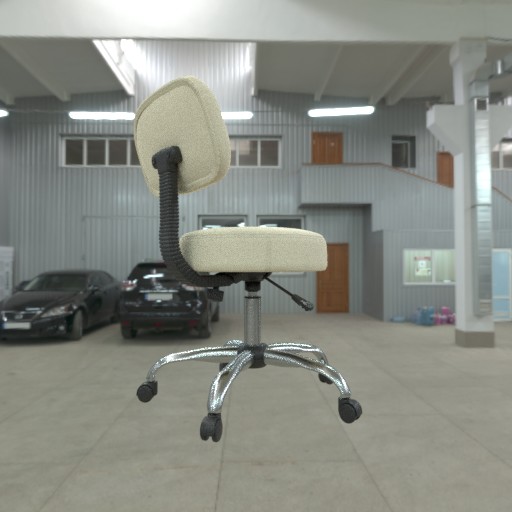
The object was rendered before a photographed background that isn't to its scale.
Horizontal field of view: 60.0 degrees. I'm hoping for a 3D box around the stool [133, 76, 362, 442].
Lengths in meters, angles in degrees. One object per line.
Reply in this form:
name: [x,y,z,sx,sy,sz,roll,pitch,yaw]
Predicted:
stool: [0.000,0.000,1.257,0.616,0.810,0.609,1,-1,-37]
